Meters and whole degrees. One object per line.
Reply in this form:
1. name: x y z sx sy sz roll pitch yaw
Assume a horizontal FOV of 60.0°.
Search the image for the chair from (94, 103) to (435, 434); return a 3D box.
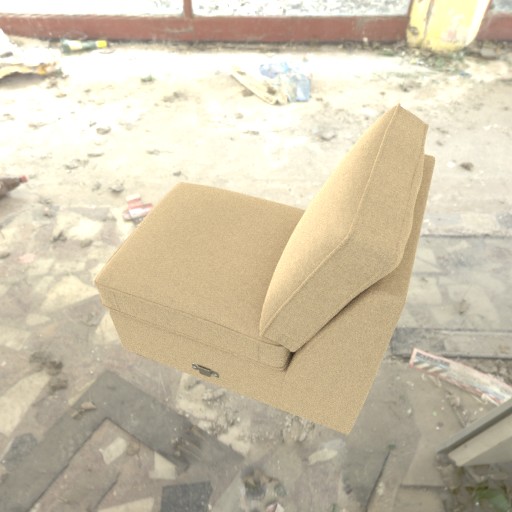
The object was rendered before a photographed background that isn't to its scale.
1. chair: 0.000 0.000 1.505 0.938 0.970 0.621 16 49 15
